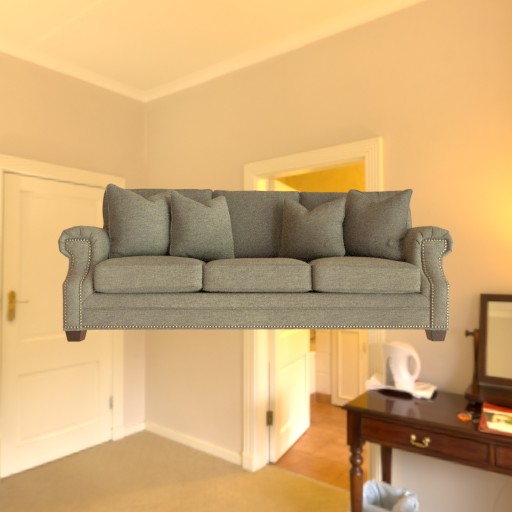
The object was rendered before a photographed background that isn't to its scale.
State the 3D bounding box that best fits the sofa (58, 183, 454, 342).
[{"bbox_3d":[0.000,0.000,2.920,2.312,0.975,0.965,0,-1,0],"label":"sofa"}]
